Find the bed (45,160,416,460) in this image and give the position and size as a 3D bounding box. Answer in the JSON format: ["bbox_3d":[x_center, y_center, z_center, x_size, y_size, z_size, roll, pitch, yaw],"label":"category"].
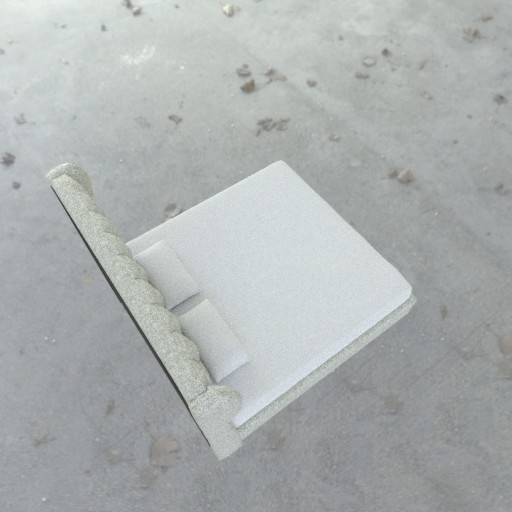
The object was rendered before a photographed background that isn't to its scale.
[{"bbox_3d":[0.000,0.000,3.910,2.347,1.771,2.219,-32,63,-18],"label":"bed"}]
